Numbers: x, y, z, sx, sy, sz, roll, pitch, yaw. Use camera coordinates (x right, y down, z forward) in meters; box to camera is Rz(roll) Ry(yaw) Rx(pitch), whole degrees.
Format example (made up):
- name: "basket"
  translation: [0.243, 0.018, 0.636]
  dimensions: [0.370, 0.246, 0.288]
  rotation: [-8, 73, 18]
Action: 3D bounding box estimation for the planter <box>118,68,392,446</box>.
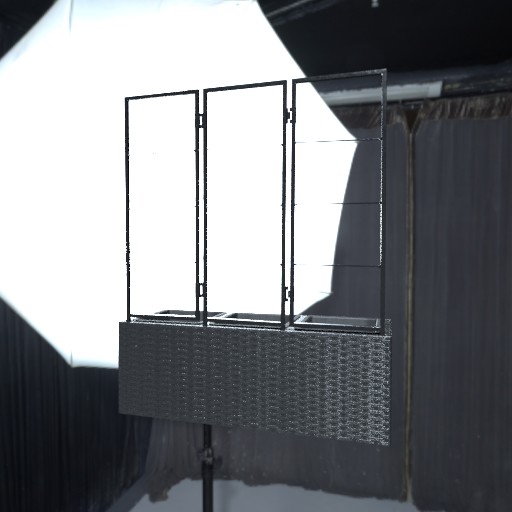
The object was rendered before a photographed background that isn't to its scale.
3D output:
- name: "planter"
  translation: [0.000, 0.000, 1.190]
  dimensions: [0.698, 0.841, 0.244]
  rotation: [0, 1, 16]
